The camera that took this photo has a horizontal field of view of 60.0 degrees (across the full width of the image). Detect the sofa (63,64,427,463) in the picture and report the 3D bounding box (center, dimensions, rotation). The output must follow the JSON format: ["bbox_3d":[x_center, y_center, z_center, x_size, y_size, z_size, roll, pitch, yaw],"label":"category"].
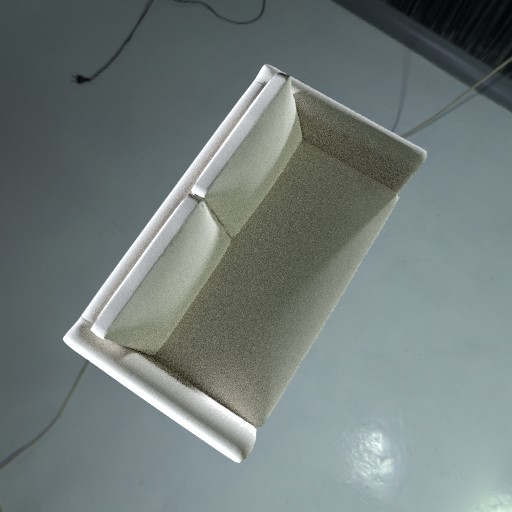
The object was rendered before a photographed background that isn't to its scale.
[{"bbox_3d":[0.000,0.000,2.161,0.905,0.873,1.598,32,78,8],"label":"sofa"}]
